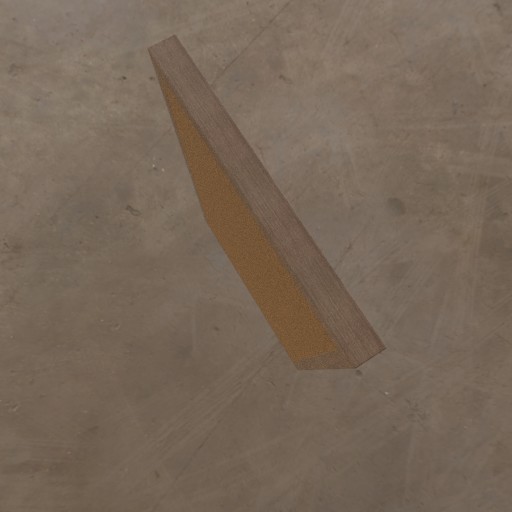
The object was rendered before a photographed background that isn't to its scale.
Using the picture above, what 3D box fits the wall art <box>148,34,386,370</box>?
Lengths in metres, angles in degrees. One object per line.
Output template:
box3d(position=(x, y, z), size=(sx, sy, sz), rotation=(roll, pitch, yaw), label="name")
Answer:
box3d(position=(0.000, 0.000, 0.641), size=(0.031, 0.509, 0.356), rotation=(-31, 77, -8), label="wall art")
